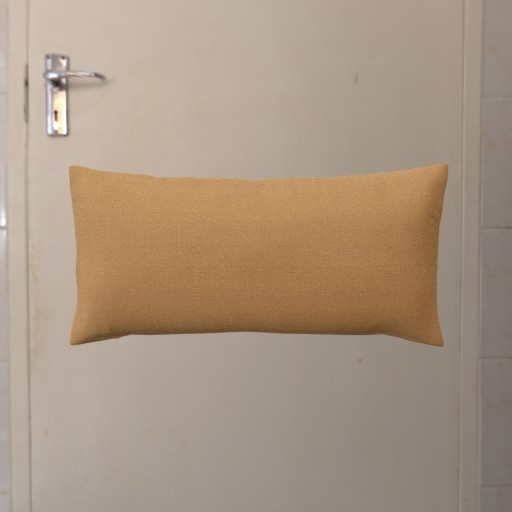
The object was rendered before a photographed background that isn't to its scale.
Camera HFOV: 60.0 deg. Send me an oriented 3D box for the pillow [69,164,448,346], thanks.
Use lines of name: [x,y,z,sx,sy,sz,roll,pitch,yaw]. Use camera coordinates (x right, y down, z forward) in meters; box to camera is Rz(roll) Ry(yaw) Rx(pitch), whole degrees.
pillow: [0.000,0.000,0.715,0.608,0.291,0.151,0,1,1]
